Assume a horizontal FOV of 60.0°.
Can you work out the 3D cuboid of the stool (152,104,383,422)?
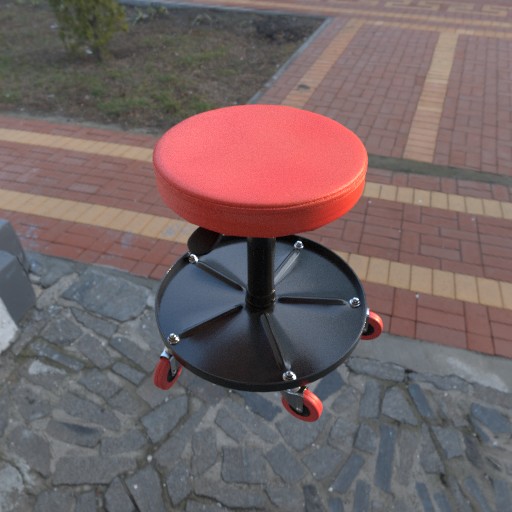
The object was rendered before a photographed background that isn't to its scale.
[{"bbox_3d":[0.000,0.000,0.677,0.381,0.365,0.382,24,46,25],"label":"stool"}]
